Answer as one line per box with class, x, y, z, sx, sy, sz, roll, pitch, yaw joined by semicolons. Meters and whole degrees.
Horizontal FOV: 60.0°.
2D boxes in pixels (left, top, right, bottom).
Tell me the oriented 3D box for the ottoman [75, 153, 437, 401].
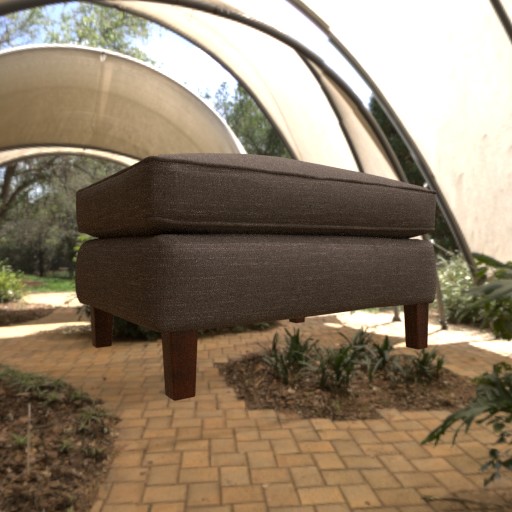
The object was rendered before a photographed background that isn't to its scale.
ottoman;0.000;0.000;0.986;0.686;0.406;0.508;-1;1;-34
